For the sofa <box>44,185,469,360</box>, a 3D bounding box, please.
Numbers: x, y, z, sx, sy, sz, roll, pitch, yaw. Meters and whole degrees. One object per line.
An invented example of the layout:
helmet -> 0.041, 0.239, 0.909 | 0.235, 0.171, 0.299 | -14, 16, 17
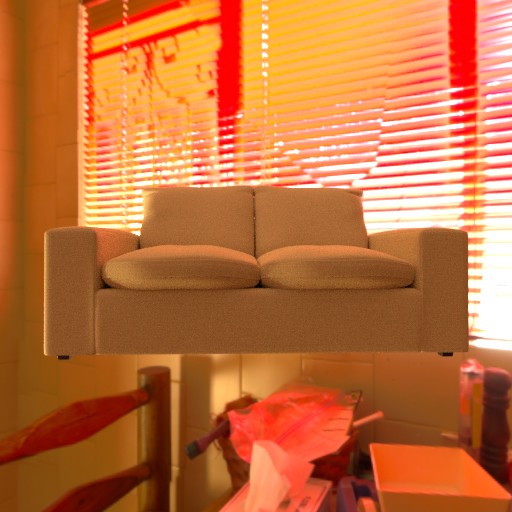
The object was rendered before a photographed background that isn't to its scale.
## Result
sofa -> 0.000, 0.000, 2.295 | 1.754, 0.875, 1.091 | 0, -1, -2
